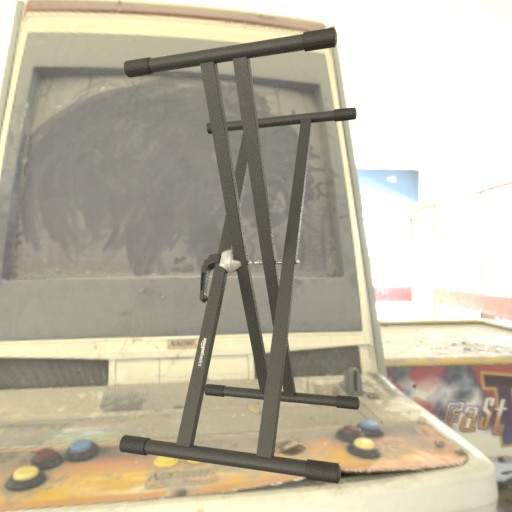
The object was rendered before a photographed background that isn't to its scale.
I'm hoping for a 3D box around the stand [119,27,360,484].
[{"bbox_3d":[0.000,0.000,1.172,0.495,0.900,0.503,0,-1,18],"label":"stand"}]
